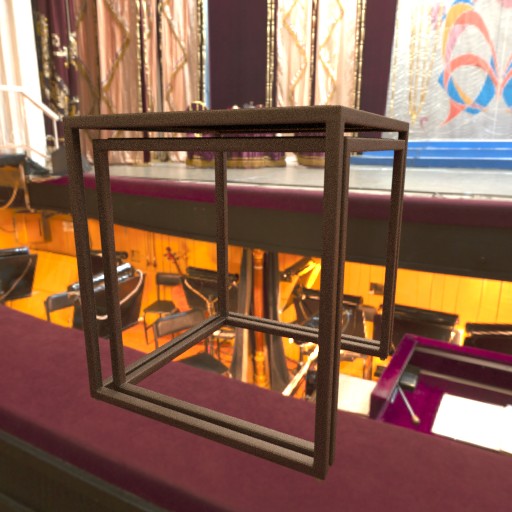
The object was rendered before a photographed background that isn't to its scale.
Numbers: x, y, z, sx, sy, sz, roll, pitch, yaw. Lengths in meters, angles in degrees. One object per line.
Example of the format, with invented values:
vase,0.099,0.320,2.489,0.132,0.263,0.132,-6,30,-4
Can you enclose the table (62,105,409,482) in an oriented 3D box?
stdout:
table,0.000,0.000,0.843,0.449,0.500,0.450,7,16,27
